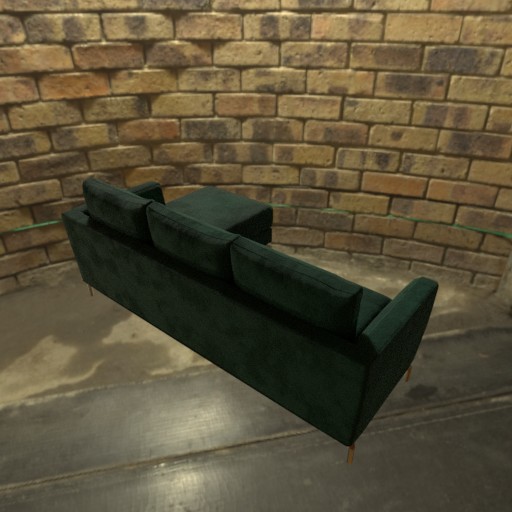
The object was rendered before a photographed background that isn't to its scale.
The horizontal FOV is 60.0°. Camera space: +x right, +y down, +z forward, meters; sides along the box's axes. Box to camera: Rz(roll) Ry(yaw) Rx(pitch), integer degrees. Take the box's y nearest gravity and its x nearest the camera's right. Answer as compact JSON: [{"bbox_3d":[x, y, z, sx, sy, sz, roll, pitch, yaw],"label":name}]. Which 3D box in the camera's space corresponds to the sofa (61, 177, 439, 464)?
[{"bbox_3d":[0.000,0.000,3.138,2.441,1.007,1.489,23,37,33],"label":"sofa"}]
